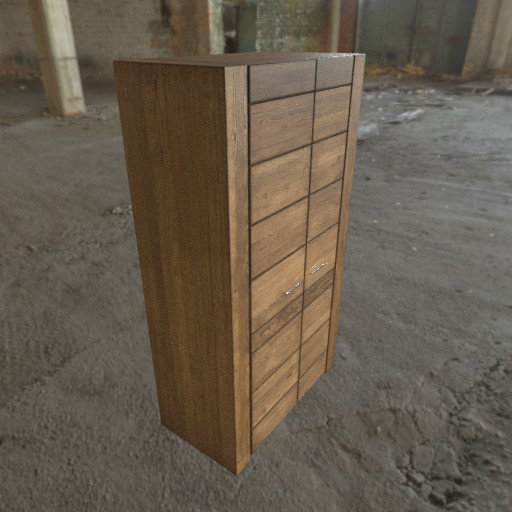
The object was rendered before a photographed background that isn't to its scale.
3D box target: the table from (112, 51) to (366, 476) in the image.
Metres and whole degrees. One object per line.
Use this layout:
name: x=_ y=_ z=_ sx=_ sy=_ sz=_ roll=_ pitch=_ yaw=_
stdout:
table: x=0.000 y=0.000 z=2.438 sx=0.600 sy=2.000 sz=1.100 roll=19 pitch=32 yaw=32
